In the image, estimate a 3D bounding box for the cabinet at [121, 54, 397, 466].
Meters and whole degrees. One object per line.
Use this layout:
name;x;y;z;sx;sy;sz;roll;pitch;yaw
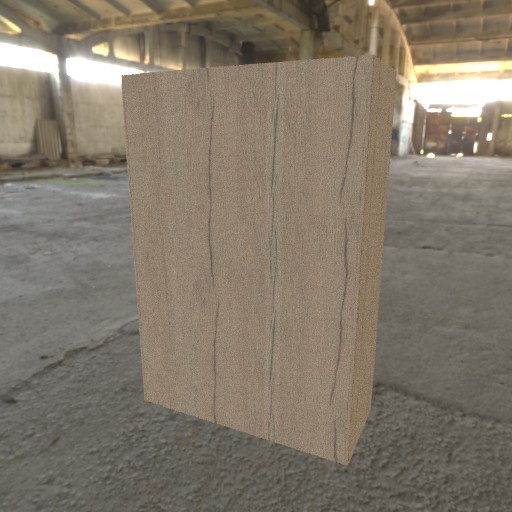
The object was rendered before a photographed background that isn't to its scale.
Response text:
cabinet;0.000;0.000;2.692;1.400;2.070;0.580;7;17;25
